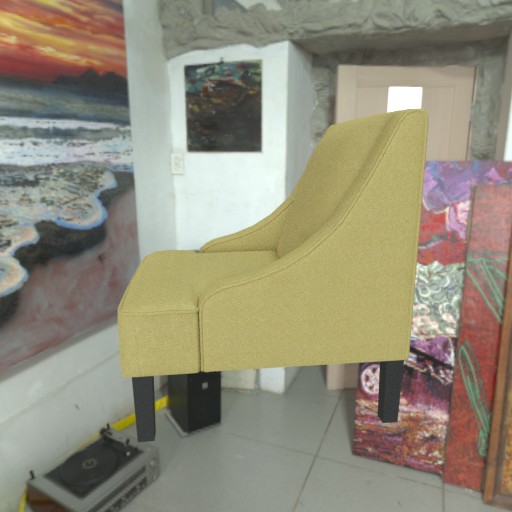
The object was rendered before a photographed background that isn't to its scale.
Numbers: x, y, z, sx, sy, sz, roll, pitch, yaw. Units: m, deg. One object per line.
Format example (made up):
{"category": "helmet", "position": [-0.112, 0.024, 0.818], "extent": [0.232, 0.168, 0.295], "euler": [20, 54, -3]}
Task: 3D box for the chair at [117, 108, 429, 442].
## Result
{"category": "chair", "position": [0.000, 0.000, 1.488], "extent": [0.814, 0.896, 0.696], "euler": [-2, 13, -7]}
